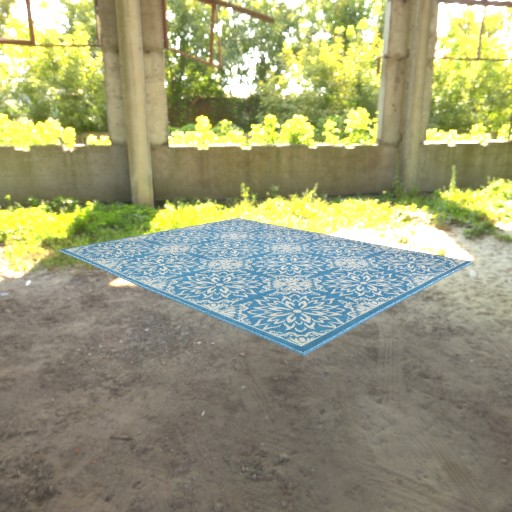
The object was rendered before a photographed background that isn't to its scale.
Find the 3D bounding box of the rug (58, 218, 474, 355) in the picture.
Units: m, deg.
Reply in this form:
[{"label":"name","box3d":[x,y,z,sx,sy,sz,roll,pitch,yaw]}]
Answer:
[{"label":"rug","box3d":[0.000,0.000,4.019,2.964,0.018,2.350,15,21,42]}]
